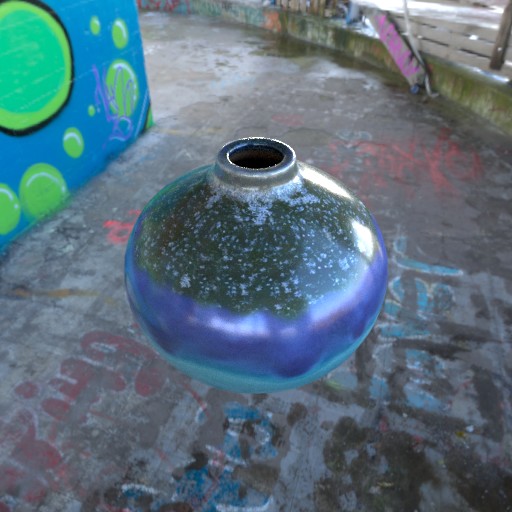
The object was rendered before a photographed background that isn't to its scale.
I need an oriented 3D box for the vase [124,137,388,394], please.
[{"bbox_3d":[0.000,0.000,0.264,0.154,0.133,0.154,0,40,0],"label":"vase"}]
